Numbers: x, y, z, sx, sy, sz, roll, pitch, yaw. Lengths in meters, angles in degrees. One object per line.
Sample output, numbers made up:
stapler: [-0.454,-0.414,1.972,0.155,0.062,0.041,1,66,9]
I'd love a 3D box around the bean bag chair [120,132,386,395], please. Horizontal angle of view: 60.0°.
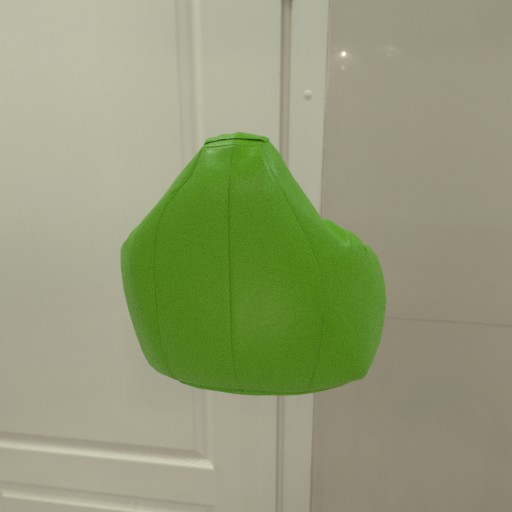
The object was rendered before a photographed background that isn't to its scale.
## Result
bean bag chair: [0.000,0.000,1.851,1.070,0.990,1.070,2,15,8]
